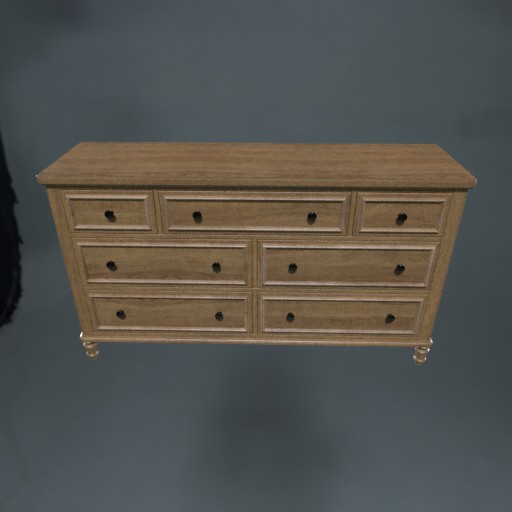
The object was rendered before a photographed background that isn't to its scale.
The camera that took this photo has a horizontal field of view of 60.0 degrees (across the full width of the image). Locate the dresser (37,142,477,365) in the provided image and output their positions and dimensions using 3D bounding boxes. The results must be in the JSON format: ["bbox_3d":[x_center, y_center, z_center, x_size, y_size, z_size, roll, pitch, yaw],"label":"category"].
[{"bbox_3d":[0.000,0.000,1.994,1.583,0.892,0.468,1,30,1],"label":"dresser"}]
